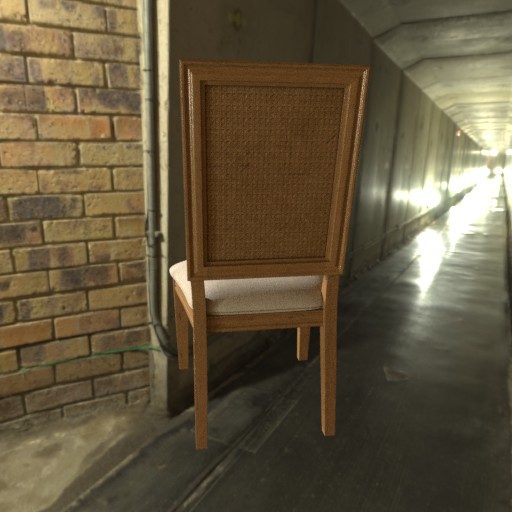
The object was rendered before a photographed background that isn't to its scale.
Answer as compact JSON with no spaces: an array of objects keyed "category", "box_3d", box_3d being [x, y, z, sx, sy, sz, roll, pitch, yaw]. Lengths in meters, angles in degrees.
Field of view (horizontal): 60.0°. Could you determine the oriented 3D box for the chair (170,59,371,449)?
[{"category":"chair","box_3d":[0.000,0.000,1.336,0.536,0.988,0.601,-2,13,-9]}]
